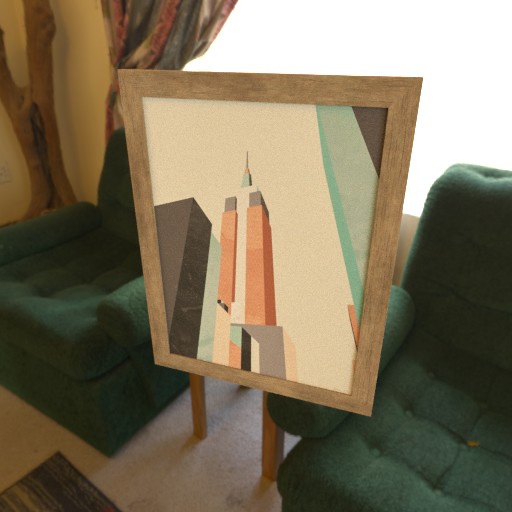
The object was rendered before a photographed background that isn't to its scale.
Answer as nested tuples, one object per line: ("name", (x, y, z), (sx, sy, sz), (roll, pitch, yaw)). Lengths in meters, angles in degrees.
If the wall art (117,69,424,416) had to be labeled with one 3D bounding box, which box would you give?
("wall art", (0.000, 0.000, 0.896), (0.534, 0.686, 0.018), (9, 28, 17))
